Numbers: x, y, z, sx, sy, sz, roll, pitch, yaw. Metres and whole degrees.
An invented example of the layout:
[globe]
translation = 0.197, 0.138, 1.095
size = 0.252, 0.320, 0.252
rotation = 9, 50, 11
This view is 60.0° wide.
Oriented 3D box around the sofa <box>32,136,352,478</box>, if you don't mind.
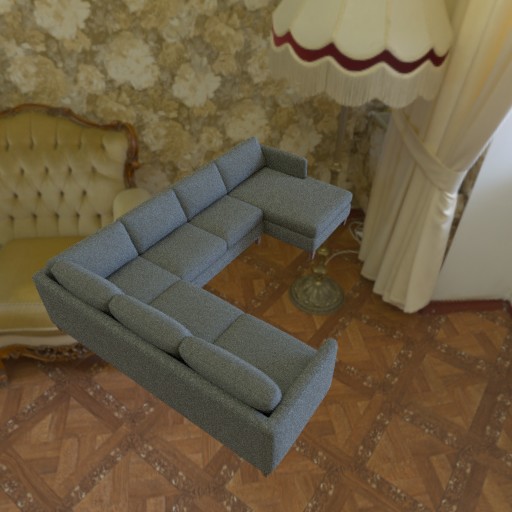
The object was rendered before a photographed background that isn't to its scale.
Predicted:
[sofa]
translation = 0.000, 0.000, 4.436
size = 2.551, 0.853, 3.238
rotation = 24, 46, 26
